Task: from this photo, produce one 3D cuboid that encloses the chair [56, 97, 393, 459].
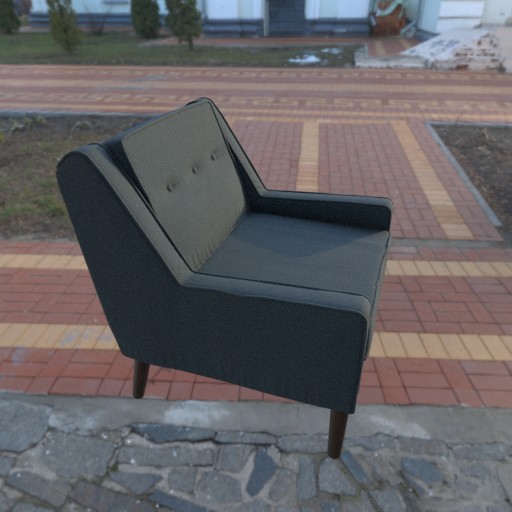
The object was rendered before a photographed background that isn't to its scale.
[{"bbox_3d":[0.000,0.000,1.302,0.733,0.780,0.663,10,32,17],"label":"chair"}]
